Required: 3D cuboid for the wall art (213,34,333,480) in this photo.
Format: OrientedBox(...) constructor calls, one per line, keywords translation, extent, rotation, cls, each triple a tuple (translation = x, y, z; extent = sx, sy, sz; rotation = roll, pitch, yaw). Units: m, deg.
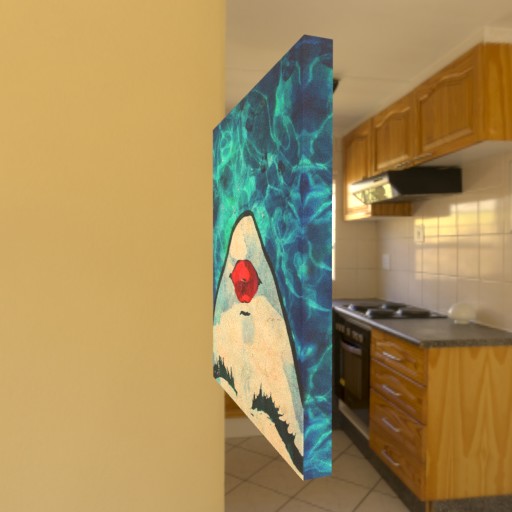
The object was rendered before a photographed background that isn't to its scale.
OrientedBox(translation=(0.000, 0.000, 0.714), extent=(0.038, 0.508, 0.432), rotation=(0, 1, -19), cls="wall art")
